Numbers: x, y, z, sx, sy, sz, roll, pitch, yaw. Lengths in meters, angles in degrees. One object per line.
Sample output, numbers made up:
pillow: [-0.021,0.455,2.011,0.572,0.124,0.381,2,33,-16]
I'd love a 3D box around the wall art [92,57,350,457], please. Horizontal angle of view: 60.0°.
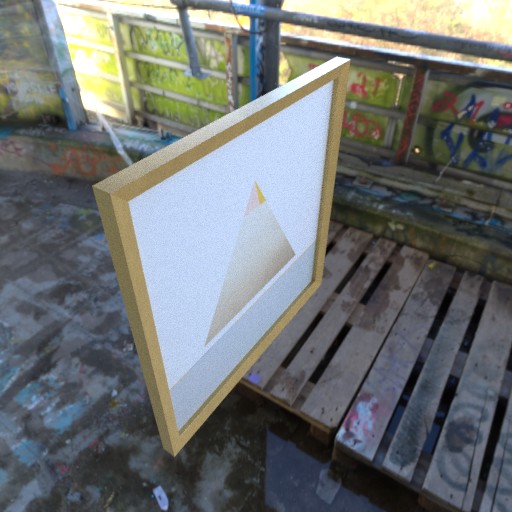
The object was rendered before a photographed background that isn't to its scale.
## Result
wall art: [0.000,0.000,2.813,0.097,1.936,1.935,24,45,26]
